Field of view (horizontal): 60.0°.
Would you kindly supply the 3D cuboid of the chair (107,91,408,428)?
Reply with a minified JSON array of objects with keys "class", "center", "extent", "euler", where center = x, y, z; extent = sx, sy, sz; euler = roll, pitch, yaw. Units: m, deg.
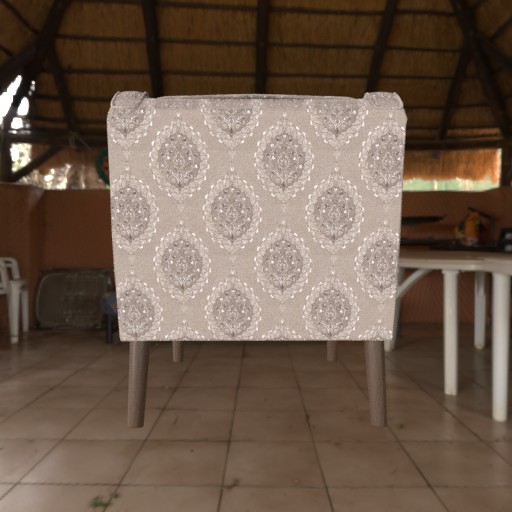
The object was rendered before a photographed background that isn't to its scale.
[{"class":"chair","center":[0.000,0.000,1.330],"extent":[0.665,0.797,0.750],"euler":[0,1,-1]}]
